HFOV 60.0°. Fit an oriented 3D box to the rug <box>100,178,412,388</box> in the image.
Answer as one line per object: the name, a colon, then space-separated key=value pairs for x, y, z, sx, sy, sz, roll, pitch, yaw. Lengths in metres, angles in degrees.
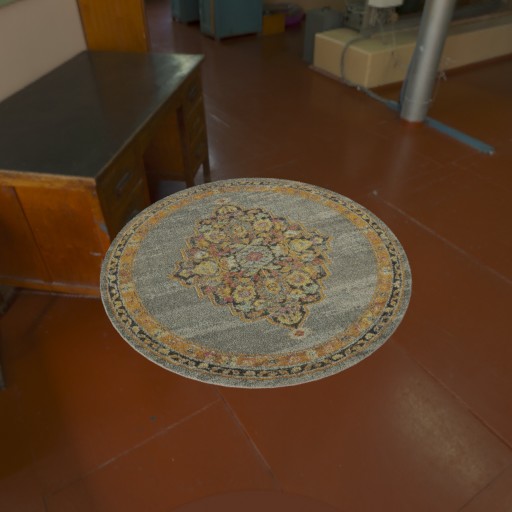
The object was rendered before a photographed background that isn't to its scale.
rug: x=0.000 y=0.000 z=2.351 sx=1.598 sy=0.010 sz=1.598 roll=0 pitch=41 yaw=0
